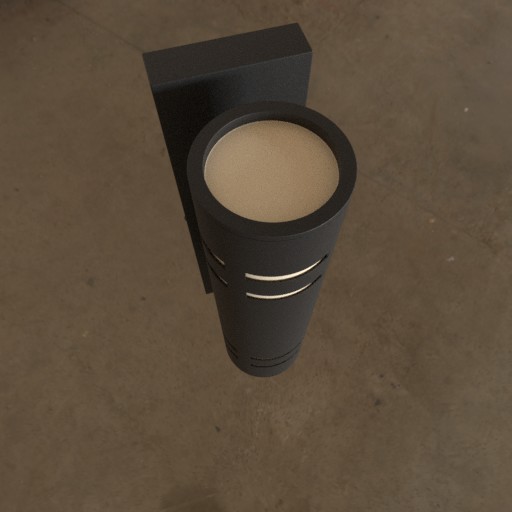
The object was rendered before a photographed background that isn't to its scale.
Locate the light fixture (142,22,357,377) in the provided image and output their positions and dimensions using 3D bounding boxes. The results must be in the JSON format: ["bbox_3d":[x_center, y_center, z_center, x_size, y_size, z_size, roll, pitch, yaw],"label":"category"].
[{"bbox_3d":[0.000,0.000,0.396,0.105,0.330,0.149,-15,64,-8],"label":"light fixture"}]
